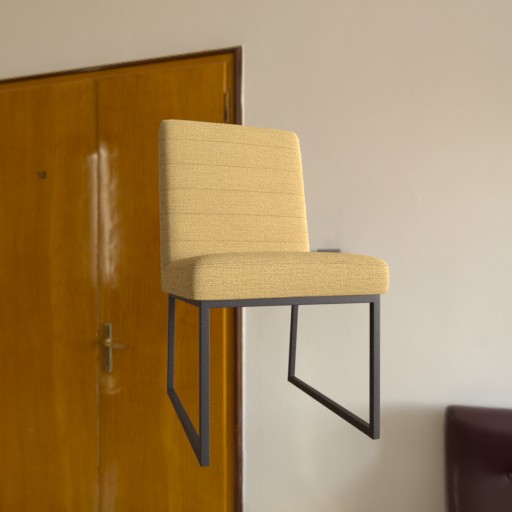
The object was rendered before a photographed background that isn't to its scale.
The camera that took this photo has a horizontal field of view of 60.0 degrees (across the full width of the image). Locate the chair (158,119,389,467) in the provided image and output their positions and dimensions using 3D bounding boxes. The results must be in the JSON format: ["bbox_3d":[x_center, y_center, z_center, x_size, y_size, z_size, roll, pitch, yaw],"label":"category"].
[{"bbox_3d":[0.000,0.000,1.333,0.520,0.930,0.634,0,0,-19],"label":"chair"}]
